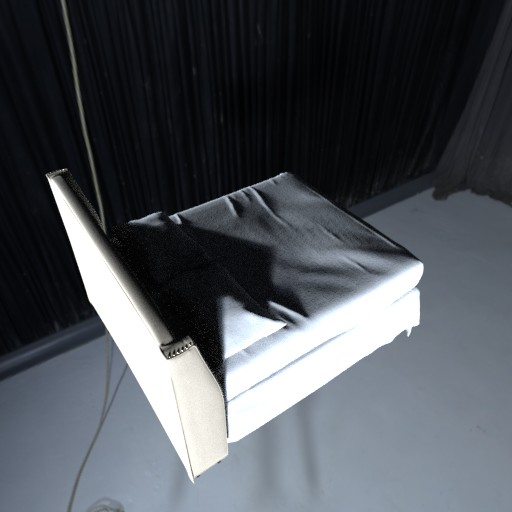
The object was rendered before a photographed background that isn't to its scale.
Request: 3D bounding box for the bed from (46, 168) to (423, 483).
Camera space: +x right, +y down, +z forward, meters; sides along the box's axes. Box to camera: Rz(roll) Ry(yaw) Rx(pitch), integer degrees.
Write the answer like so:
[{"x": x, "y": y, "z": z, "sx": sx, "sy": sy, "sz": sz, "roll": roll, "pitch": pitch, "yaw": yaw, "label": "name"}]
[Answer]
[{"x": 0.000, "y": 0.000, "z": 3.400, "sx": 2.276, "sy": 1.332, "sz": 1.925, "roll": -25, "pitch": 47, "yaw": -25, "label": "bed"}]
